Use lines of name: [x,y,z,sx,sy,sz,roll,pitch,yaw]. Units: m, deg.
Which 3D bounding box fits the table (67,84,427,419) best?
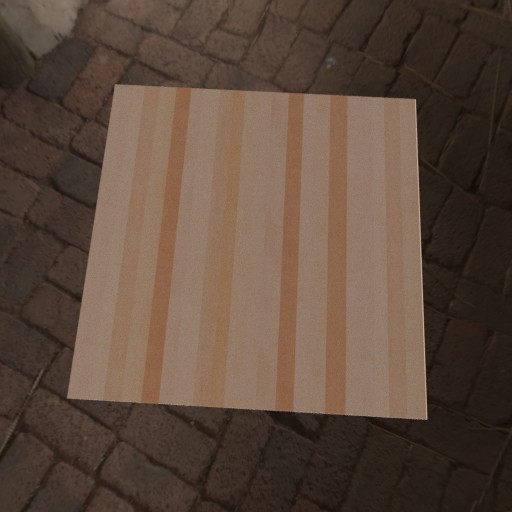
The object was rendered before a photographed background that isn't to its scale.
table: [0.000,0.000,1.431,0.900,0.450,0.900,3,76,1]
